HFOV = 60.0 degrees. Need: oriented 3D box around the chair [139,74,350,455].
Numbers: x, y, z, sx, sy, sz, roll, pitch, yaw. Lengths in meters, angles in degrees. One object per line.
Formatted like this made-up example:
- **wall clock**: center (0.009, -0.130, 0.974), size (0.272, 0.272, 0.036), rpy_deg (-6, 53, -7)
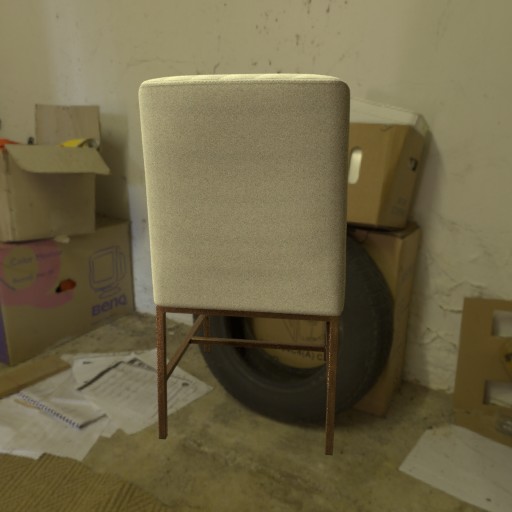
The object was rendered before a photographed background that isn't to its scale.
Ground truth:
- **chair**: center (0.000, 0.000, 1.305), size (0.503, 0.933, 0.597), rpy_deg (2, 16, 8)
